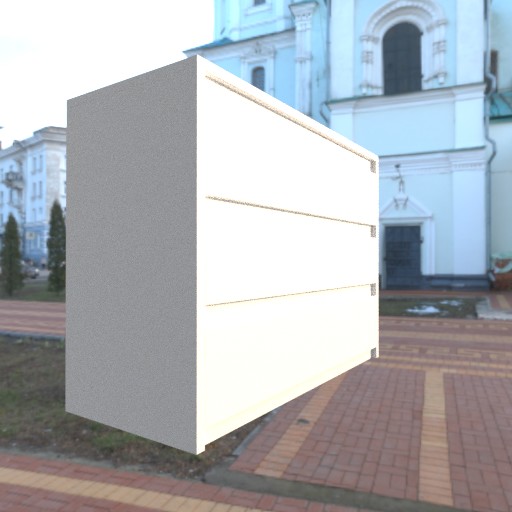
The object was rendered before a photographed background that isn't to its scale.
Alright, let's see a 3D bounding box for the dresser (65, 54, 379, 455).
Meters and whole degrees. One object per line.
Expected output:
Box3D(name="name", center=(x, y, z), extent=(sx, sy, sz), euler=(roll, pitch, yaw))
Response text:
Box3D(name="dresser", center=(0.000, 0.000, 1.490), extent=(0.460, 0.820, 1.100), euler=(0, 0, 34))
